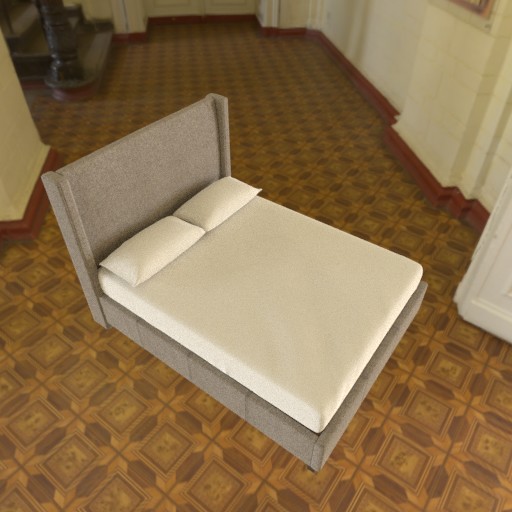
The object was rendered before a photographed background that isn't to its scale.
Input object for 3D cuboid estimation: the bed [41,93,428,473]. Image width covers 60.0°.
[{"bbox_3d":[0.000,0.000,3.387,2.245,1.481,1.714,26,48,26],"label":"bed"}]
